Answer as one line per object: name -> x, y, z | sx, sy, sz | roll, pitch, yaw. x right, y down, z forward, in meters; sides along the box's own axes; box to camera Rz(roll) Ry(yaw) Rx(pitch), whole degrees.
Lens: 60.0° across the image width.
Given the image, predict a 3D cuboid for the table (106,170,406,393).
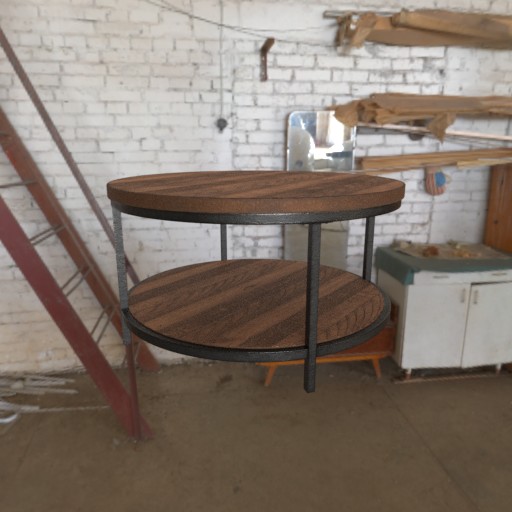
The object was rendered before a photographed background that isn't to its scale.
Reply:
table -> 0.000, 0.000, 1.363 | 0.837, 0.462, 0.837 | 0, 15, 0
